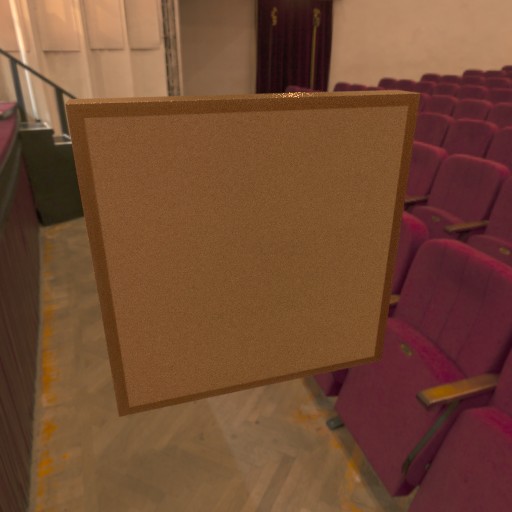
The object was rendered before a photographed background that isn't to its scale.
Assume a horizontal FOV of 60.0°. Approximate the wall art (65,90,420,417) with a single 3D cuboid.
[{"bbox_3d":[0.000,0.000,0.447,0.306,0.305,0.038,-7,26,-16],"label":"wall art"}]
